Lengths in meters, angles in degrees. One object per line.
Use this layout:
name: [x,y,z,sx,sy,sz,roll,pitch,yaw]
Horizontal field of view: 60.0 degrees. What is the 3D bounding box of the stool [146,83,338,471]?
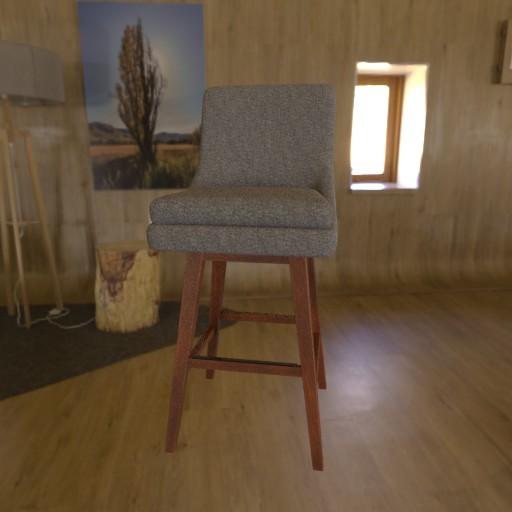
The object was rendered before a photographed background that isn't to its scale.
stool: [0.000,0.000,1.378,0.489,1.068,0.572,2,14,10]
